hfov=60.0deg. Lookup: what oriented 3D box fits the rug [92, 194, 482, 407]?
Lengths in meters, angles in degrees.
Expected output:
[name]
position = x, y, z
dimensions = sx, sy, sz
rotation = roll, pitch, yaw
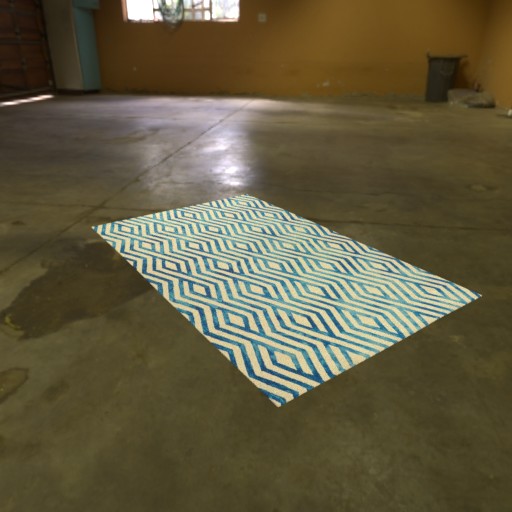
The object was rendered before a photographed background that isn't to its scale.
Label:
[rug]
position = 0.000, 0.000, 3.098
dimensions = 1.531, 0.008, 2.439
rotation = -17, 30, -32
